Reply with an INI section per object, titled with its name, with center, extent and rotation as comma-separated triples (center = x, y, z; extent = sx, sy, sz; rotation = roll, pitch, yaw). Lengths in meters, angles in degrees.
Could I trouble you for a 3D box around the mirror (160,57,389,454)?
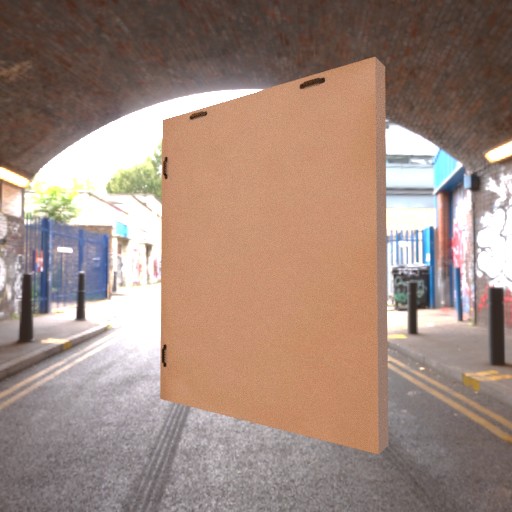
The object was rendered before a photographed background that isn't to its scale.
[mirror]
center = 0.000, 0.000, 0.697
extent = 0.405, 0.508, 0.041
rotation = -1, -2, 36
